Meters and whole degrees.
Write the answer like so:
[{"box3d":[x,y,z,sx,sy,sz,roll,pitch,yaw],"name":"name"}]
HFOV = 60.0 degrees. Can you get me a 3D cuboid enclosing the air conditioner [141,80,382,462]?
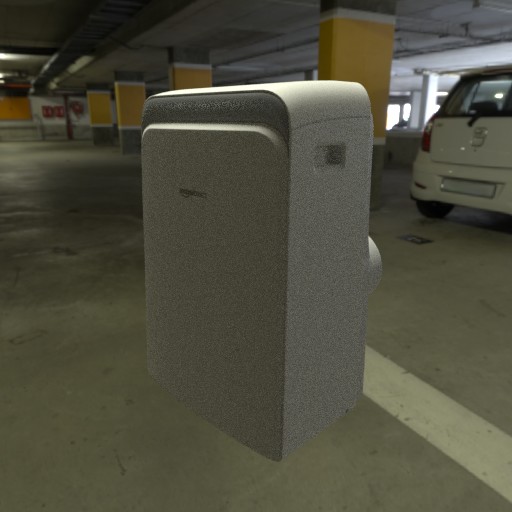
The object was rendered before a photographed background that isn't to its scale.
[{"box3d":[0.000,0.000,0.961,0.454,0.700,0.365,16,23,41],"name":"air conditioner"}]
